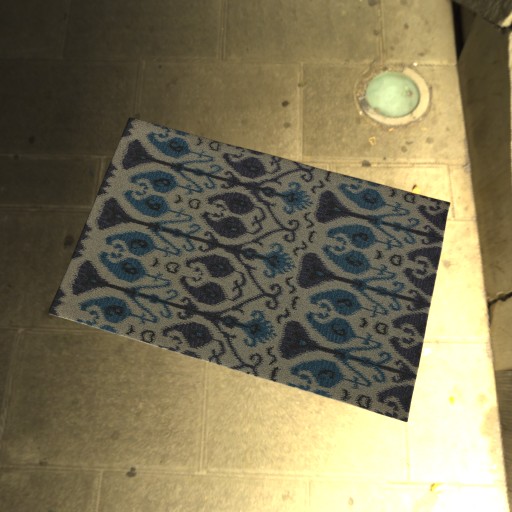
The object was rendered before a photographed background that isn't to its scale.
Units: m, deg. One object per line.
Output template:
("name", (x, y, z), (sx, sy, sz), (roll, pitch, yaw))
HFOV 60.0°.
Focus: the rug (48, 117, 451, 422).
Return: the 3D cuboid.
("rug", (0.000, 0.000, 2.123), (1.698, 0.013, 1.072), (16, 76, 4))
